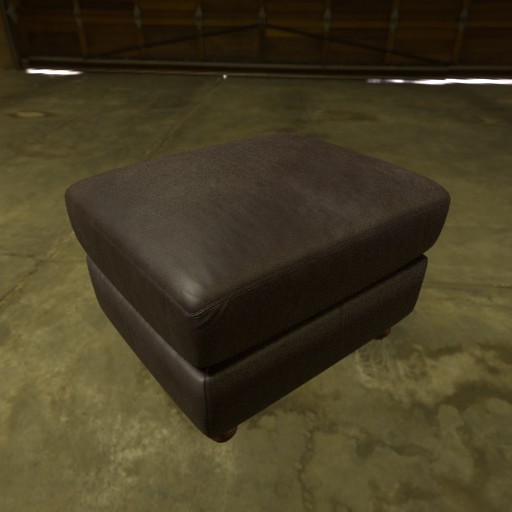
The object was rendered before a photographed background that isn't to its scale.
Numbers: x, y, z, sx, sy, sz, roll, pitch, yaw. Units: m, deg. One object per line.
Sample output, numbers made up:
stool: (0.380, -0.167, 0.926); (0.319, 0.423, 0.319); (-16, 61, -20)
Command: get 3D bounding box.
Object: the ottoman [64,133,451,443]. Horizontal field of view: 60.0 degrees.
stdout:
ottoman: (0.000, 0.000, 1.244); (0.806, 0.569, 0.670); (-22, 37, -32)
